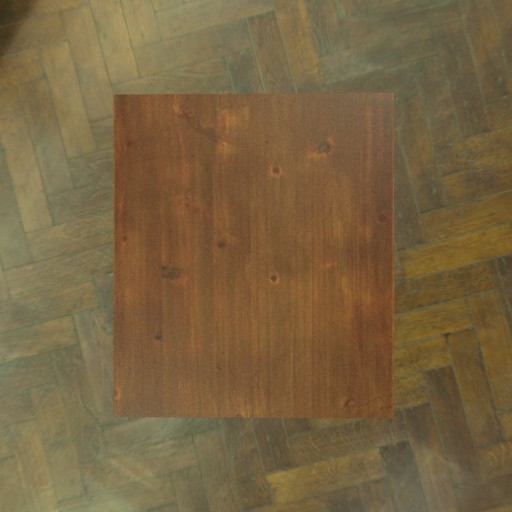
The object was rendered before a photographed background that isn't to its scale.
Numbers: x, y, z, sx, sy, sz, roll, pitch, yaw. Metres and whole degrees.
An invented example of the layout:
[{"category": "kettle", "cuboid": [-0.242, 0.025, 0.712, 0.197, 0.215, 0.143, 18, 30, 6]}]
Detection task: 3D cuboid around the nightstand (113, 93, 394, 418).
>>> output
[{"category": "nightstand", "cuboid": [0.000, 0.000, 0.980, 0.410, 0.695, 0.465, 0, 90, 1]}]
